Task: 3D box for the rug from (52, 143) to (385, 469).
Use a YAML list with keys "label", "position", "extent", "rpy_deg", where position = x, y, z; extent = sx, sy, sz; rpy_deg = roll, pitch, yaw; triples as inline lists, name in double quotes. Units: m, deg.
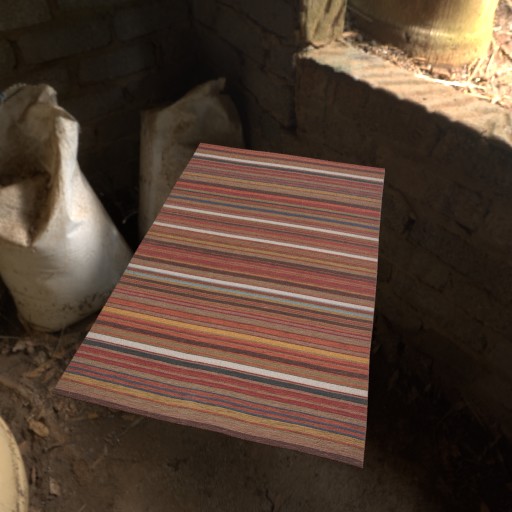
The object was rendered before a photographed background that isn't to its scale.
- label: "rug"
  position: [0.000, 0.000, 2.260]
  extent: [1.217, 0.007, 1.828]
  rpy_deg: [10, 48, 9]
